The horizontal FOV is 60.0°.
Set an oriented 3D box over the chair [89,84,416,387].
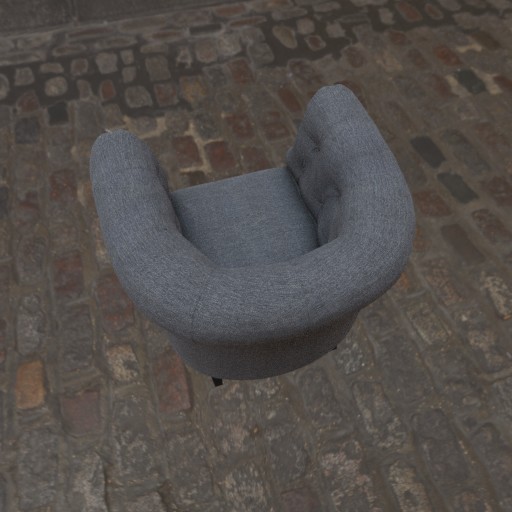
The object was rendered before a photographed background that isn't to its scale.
[{"bbox_3d":[0.000,0.000,1.566,0.905,0.827,0.852,-15,59,-9],"label":"chair"}]
